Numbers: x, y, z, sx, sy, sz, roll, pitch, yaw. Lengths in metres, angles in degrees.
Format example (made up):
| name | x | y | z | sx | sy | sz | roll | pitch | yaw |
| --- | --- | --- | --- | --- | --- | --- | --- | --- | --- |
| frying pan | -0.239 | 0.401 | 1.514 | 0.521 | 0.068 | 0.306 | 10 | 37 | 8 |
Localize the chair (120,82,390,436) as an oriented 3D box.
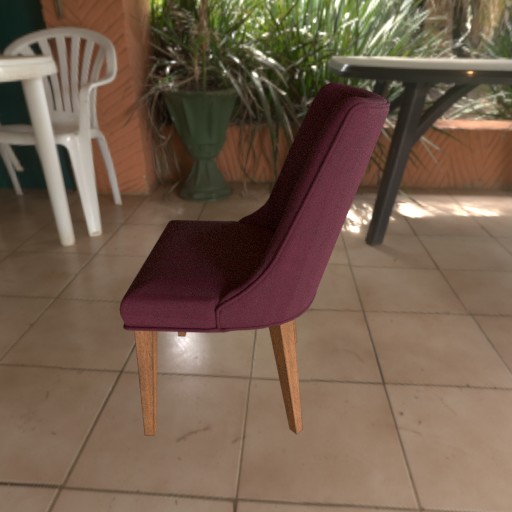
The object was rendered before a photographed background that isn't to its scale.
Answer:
| name | x | y | z | sx | sy | sz | roll | pitch | yaw |
| --- | --- | --- | --- | --- | --- | --- | --- | --- | --- |
| chair | 0.000 | 0.000 | 1.287 | 0.638 | 0.916 | 0.548 | 1 | 26 | 2 |
